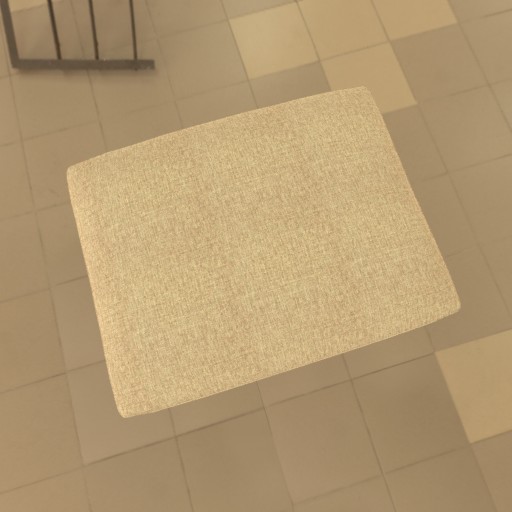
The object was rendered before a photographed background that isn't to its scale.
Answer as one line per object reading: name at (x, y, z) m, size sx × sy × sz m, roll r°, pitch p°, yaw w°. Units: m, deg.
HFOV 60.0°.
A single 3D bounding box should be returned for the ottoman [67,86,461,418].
ottoman at (0.000, 0.000, 1.131) m, size 0.741 × 0.513 × 0.584 m, roll -17°, pitch 76°, yaw -4°
